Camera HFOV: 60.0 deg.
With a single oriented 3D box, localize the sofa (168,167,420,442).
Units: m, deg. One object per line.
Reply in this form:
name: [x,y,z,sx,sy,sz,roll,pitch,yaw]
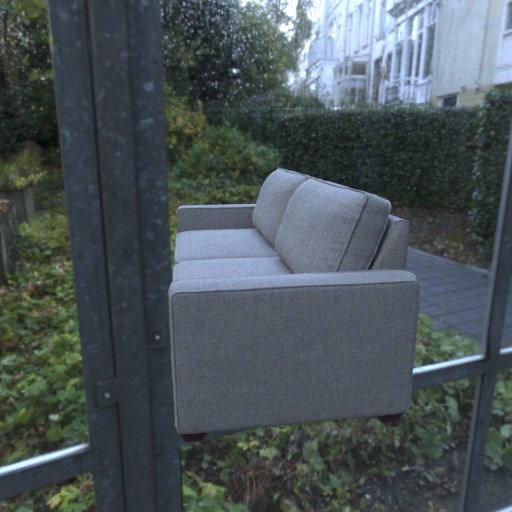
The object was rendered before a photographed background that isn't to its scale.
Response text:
sofa: [0.000,0.000,2.575,0.945,0.918,2.078,-2,15,-8]
